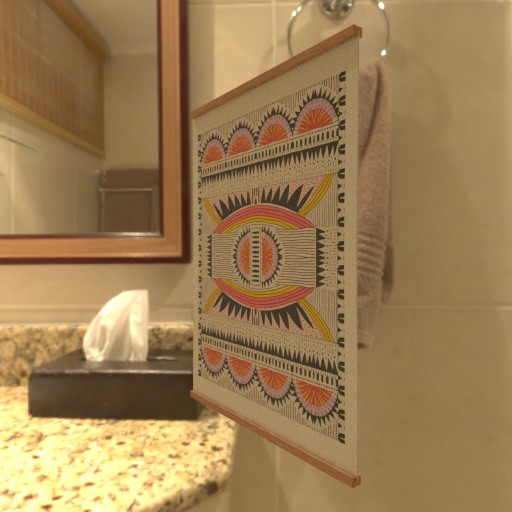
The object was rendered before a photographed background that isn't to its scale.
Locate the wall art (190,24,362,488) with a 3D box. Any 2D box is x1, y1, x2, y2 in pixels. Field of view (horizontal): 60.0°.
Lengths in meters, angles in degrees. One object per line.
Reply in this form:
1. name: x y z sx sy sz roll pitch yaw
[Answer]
1. wall art: 0.000 0.000 1.285 0.028 1.016 0.765 0 1 -36
